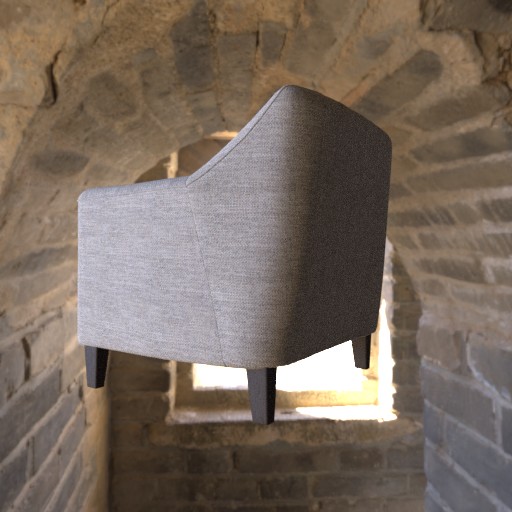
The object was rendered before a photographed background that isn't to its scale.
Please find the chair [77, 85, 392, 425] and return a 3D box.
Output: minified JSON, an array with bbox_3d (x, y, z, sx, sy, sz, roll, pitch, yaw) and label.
[{"bbox_3d":[0.000,0.000,1.396,0.758,0.761,0.796,0,0,35],"label":"chair"}]
